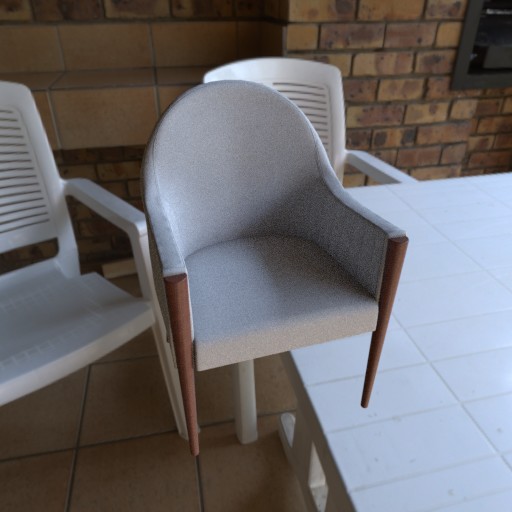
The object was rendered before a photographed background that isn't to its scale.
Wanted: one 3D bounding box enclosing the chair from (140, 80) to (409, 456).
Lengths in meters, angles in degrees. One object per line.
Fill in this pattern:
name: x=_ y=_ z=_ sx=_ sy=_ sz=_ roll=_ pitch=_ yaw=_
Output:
chair: x=0.000 y=0.000 z=1.313 sx=0.610 sy=0.889 sz=0.620 roll=-9 pitch=32 yaw=-15
